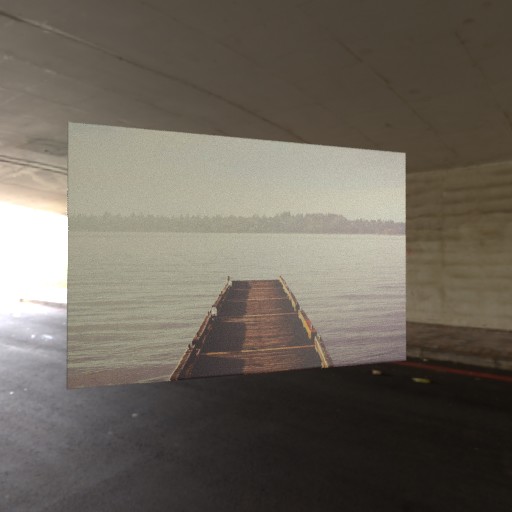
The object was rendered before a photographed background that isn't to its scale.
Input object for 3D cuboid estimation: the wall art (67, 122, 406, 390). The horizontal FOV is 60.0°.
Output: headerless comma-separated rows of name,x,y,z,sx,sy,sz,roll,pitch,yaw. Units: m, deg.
wall art,0.000,0.000,0.784,0.615,0.410,0.021,0,-1,-19
